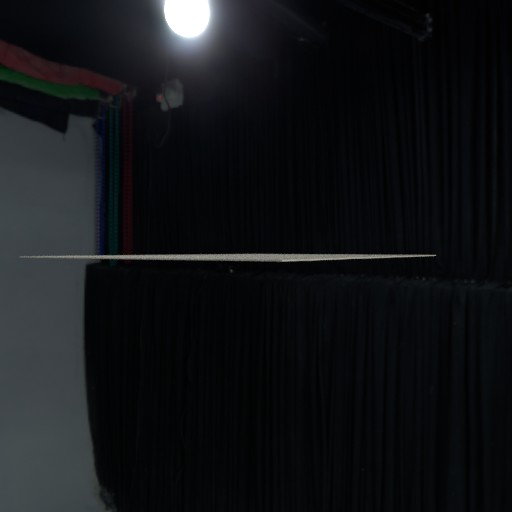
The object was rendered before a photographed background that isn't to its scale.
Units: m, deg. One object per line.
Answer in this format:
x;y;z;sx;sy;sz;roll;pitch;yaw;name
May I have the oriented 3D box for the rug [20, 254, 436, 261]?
0.000;0.000;4.063;2.444;0.012;3.048;0;1;35;rug
